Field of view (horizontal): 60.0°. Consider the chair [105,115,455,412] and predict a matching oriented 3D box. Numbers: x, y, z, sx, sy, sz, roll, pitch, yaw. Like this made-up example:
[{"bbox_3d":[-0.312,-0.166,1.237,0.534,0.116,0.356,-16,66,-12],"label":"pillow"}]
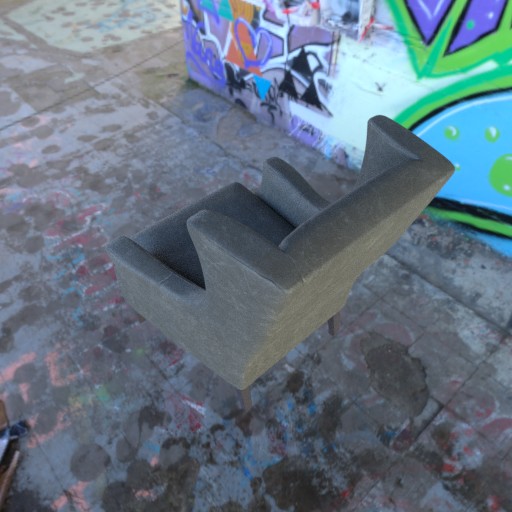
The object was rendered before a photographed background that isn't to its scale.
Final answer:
[{"bbox_3d":[0.000,0.000,1.646,0.853,1.016,0.926,-33,55,-28],"label":"chair"}]
